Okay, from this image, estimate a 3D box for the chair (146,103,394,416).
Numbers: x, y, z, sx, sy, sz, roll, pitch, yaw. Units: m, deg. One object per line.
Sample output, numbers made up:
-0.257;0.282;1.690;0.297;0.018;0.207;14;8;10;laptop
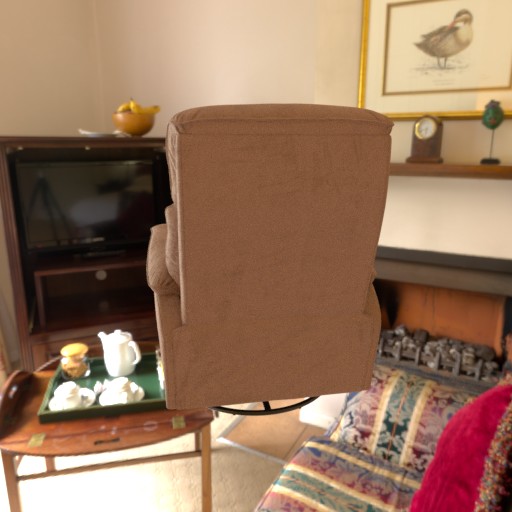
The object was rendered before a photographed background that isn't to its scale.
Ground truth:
0.000;0.000;1.702;0.820;1.037;1.004;-2;14;-10;chair
